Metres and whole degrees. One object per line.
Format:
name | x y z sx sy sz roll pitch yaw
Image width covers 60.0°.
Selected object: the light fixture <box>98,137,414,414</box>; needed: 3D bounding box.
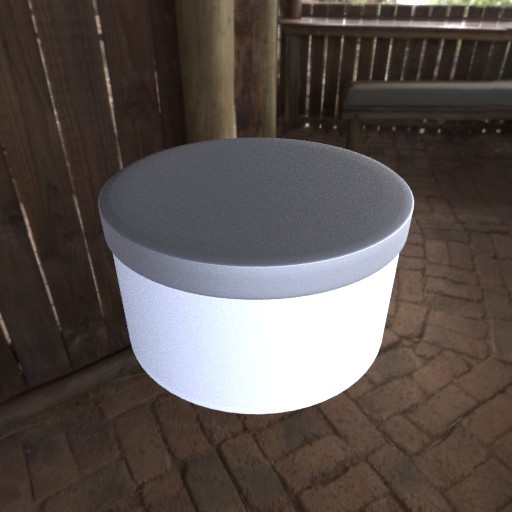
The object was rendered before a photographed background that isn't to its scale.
light fixture | 0.000 0.000 0.635 0.393 0.229 0.393 0 32 0
